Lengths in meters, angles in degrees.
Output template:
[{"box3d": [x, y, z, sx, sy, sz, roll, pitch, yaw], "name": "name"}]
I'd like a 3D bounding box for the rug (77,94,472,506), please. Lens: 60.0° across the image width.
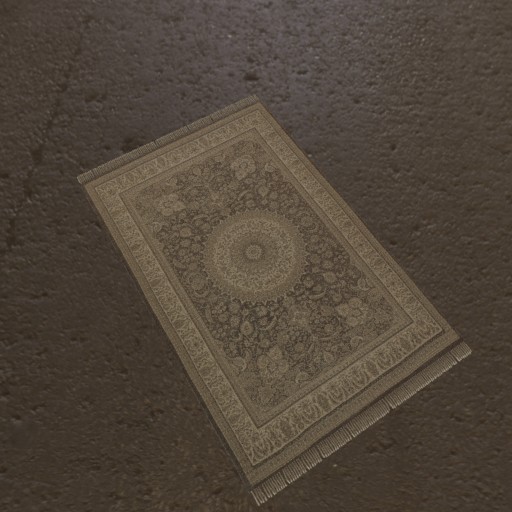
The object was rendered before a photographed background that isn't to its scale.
[{"box3d": [0.000, 0.000, 2.905, 1.528, 0.010, 2.440, -29, 68, -13], "name": "rug"}]
